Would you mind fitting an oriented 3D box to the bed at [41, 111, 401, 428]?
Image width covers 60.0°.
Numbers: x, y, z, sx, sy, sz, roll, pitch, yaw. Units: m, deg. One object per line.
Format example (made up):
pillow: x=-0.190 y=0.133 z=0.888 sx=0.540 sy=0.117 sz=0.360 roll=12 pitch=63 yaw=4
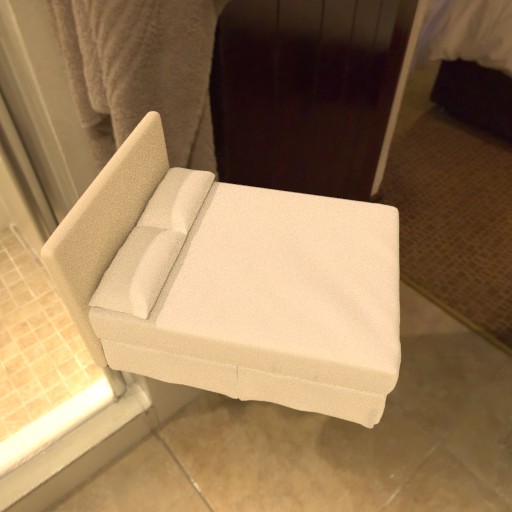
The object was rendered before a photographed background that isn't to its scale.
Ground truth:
bed: x=0.000 y=0.000 z=3.337 sx=2.147 sy=1.330 sz=1.714 roll=9 pitch=47 yaw=9
